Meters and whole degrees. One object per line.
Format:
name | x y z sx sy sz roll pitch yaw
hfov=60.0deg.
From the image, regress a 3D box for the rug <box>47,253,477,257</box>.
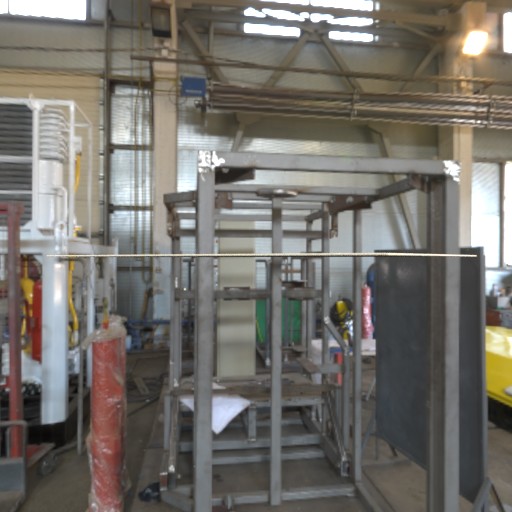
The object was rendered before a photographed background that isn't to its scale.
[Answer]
rug | 0.000 0.000 2.263 1.828 0.007 1.220 0 0 37
